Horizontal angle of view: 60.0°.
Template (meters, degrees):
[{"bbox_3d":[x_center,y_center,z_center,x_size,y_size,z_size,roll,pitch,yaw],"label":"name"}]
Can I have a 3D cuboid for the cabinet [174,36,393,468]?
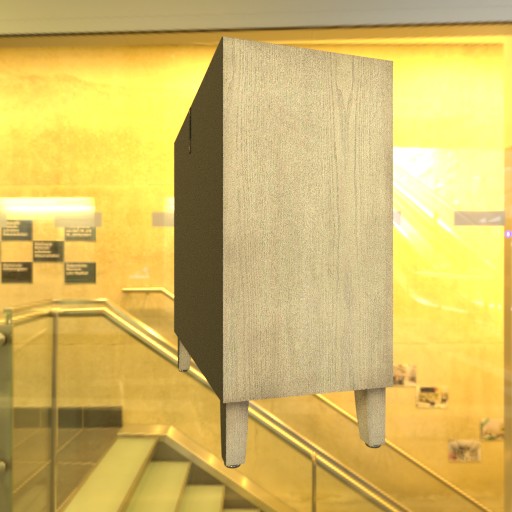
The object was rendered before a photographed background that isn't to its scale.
[{"bbox_3d":[0.000,0.000,1.219,0.370,0.787,0.781,0,0,-17],"label":"cabinet"}]
